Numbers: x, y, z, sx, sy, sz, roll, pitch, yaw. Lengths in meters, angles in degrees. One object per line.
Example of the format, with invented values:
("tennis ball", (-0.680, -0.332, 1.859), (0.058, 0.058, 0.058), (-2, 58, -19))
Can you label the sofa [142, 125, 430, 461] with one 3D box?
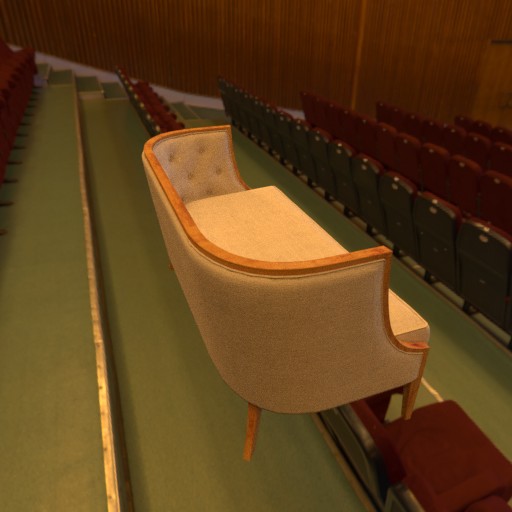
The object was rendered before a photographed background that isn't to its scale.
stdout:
("sofa", (0.000, 0.000, 1.942), (0.770, 0.775, 1.474), (-11, 32, -18))
